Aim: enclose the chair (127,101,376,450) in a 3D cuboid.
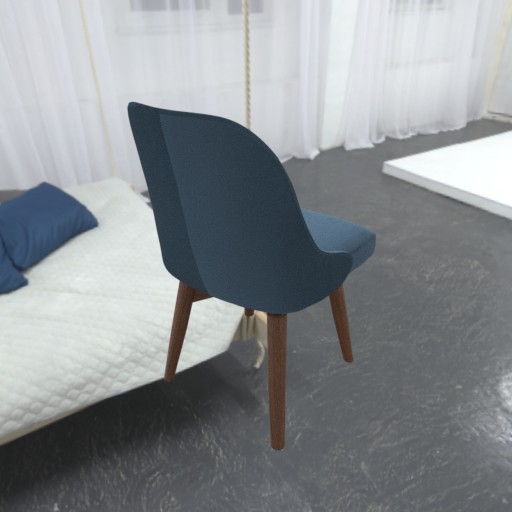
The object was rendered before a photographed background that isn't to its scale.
[{"bbox_3d":[0.000,0.000,1.233,0.503,0.882,0.589,20,35,31],"label":"chair"}]
